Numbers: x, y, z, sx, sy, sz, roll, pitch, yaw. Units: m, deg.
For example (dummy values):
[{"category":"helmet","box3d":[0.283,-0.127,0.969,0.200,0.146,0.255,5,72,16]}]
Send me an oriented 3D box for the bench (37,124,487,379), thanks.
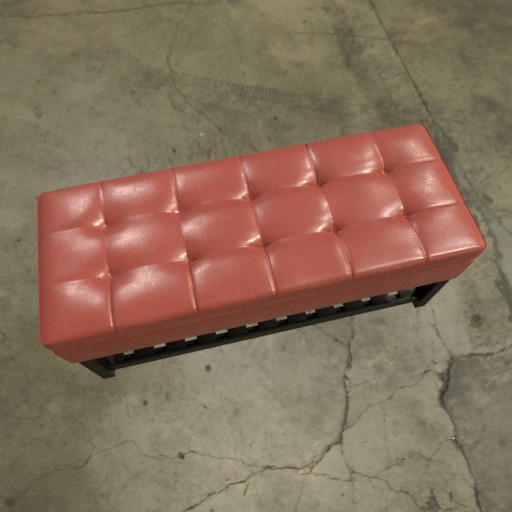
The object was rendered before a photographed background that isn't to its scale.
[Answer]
[{"category":"bench","box3d":[0.000,0.000,1.327,1.105,0.460,0.432,-12,64,-6]}]
